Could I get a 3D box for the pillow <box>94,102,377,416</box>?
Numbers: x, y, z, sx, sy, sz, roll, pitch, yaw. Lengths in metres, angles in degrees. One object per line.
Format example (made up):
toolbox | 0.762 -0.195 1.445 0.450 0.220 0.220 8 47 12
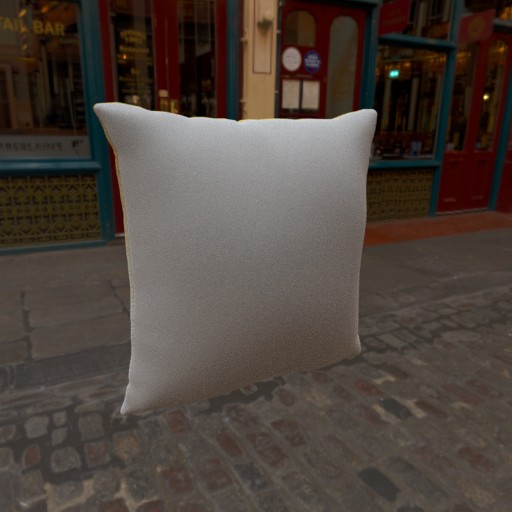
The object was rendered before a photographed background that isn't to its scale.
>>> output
pillow | 0.000 0.000 0.699 0.450 0.450 0.211 -8 17 -26
